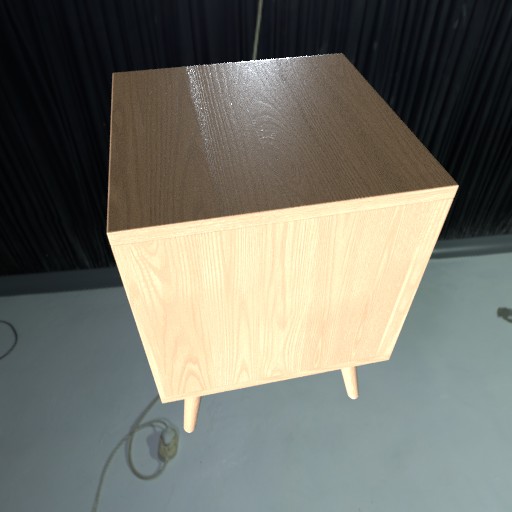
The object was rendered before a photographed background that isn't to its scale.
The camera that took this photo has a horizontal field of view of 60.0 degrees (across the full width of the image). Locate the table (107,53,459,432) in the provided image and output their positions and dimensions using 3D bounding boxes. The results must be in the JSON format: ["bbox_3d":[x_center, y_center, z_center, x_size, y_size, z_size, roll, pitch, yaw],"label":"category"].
[{"bbox_3d":[0.000,0.000,0.821,0.400,0.550,0.400,-9,46,-8],"label":"table"}]
